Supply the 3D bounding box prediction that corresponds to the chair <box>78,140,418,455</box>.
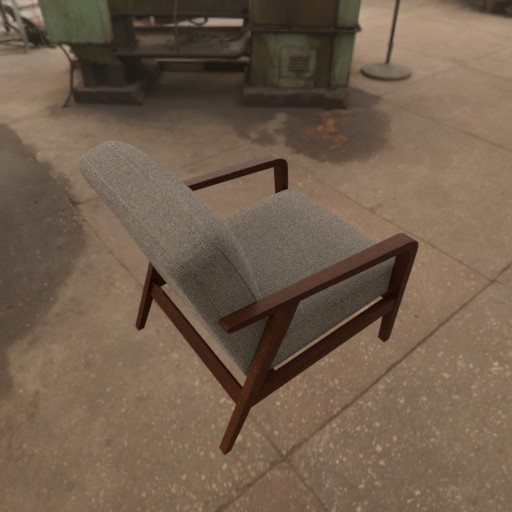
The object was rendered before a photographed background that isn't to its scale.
[{"bbox_3d":[0.000,0.000,1.513,0.858,0.847,0.704,-26,47,-27],"label":"chair"}]
